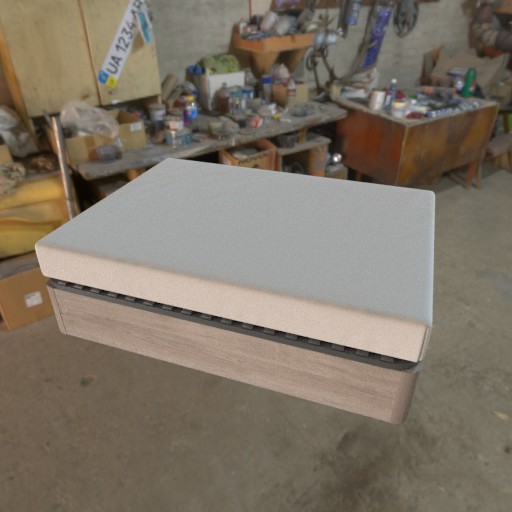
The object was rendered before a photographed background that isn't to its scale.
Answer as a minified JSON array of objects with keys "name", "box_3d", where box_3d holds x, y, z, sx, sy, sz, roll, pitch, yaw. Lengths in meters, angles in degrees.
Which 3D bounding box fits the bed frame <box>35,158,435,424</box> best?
[{"name":"bed frame","box_3d":[0.000,0.000,2.618,1.900,0.561,1.400,10,33,16]}]
